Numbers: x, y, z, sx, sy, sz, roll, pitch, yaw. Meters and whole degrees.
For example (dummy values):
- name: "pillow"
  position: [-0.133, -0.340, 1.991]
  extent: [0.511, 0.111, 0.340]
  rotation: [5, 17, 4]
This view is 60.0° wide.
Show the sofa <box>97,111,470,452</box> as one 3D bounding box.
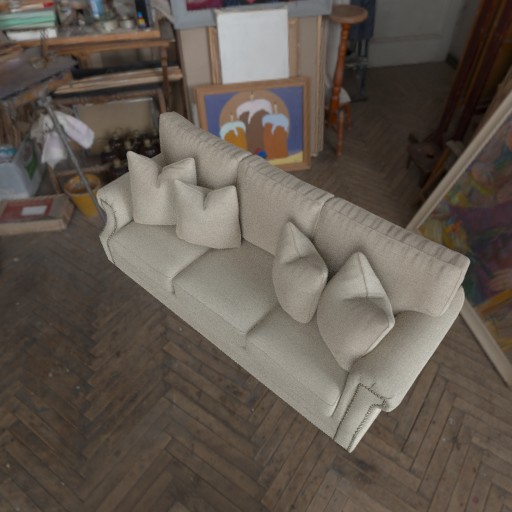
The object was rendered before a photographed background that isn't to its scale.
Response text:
- name: "sofa"
  position: [0.000, 0.000, 2.779]
  extent: [2.312, 0.975, 0.965]
  rotation: [33, 55, 27]
